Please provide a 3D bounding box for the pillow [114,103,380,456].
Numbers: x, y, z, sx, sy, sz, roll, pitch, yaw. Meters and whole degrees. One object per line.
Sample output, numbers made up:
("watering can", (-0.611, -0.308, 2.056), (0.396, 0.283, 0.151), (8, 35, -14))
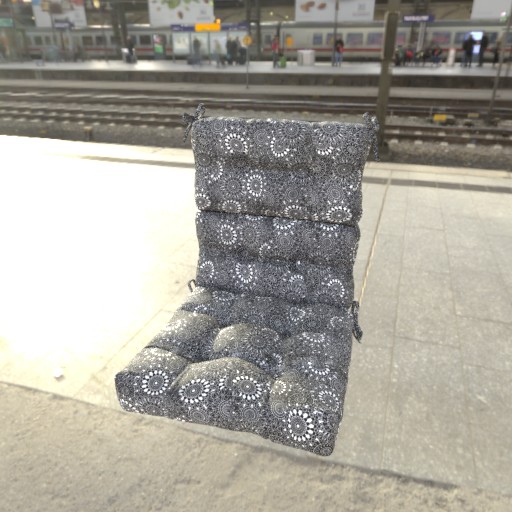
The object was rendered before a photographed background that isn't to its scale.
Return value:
("pillow", (0.000, 0.000, 1.028), (0.519, 0.605, 0.571), (7, 26, 15))
